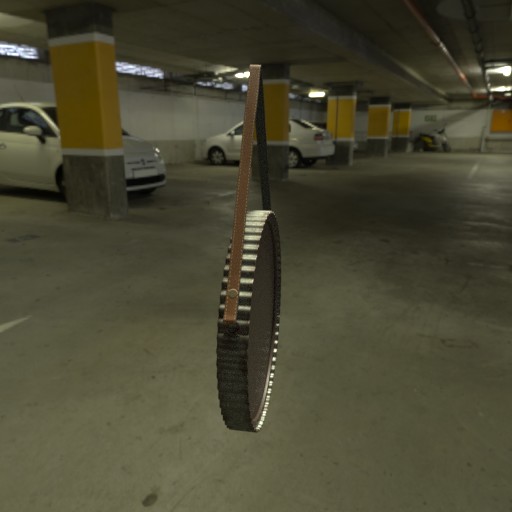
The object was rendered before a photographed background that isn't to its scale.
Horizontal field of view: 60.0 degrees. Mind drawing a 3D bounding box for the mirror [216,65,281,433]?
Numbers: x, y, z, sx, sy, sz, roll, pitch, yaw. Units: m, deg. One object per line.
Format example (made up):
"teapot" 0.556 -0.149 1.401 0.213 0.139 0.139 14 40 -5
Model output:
"mirror" 0.000 0.000 0.710 0.042 0.568 0.355 3 16 10
